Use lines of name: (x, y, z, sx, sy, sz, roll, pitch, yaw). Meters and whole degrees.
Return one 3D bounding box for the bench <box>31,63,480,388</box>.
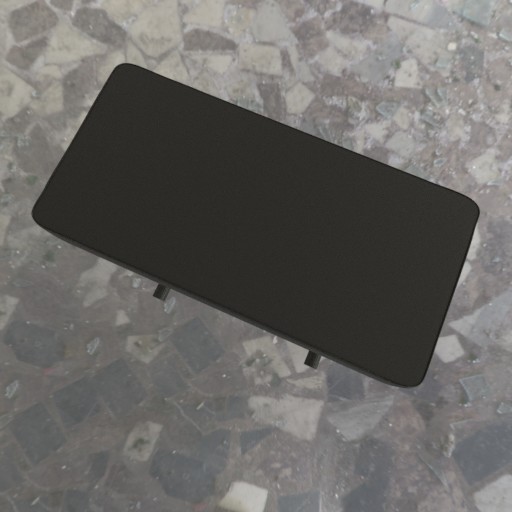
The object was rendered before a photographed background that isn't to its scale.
bench: (0.000, 0.000, 0.912, 0.600, 0.561, 0.300, 23, 78, 5)
